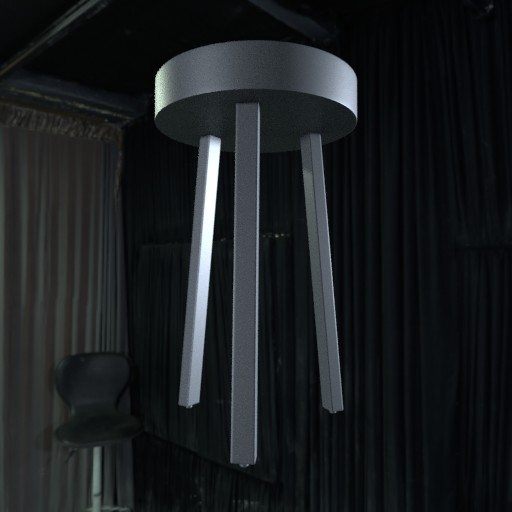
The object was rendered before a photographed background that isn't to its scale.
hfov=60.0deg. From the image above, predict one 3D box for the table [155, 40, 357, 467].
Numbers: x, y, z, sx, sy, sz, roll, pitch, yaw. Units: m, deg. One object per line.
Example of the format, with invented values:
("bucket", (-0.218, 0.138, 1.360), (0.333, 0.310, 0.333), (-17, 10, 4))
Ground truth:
("table", (0.000, 0.000, 0.909), (0.406, 0.686, 0.406), (-1, -2, 37))
